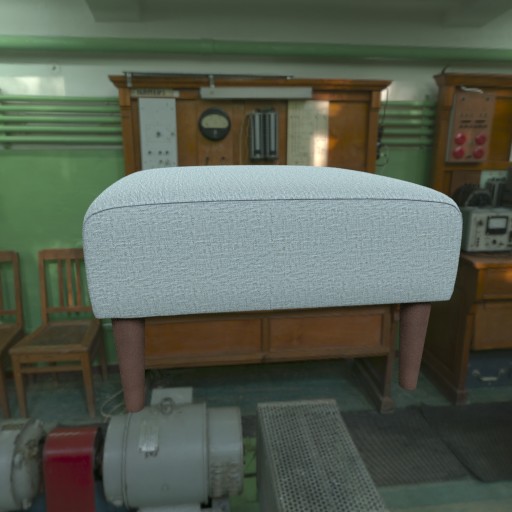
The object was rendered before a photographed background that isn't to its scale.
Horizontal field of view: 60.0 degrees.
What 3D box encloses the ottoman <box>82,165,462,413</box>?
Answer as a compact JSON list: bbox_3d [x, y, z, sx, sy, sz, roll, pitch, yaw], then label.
[{"bbox_3d":[0.000,0.000,1.042,0.649,0.398,0.650,-2,15,-8],"label":"ottoman"}]
